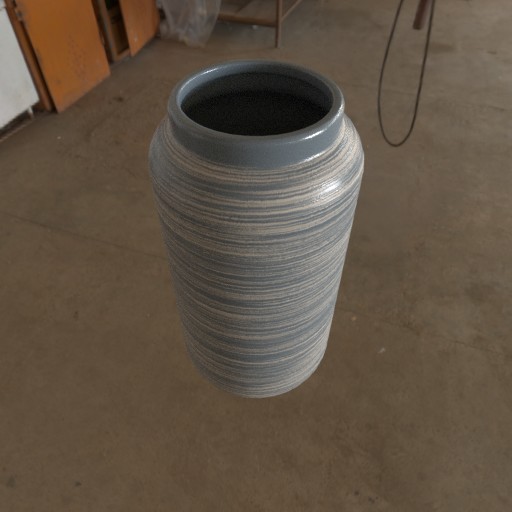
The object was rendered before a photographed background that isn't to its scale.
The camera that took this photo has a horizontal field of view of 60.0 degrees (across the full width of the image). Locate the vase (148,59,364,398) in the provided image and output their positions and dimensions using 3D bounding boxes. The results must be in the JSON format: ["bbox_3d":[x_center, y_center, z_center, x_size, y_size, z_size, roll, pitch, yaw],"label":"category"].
[{"bbox_3d":[0.000,0.000,0.300,0.116,0.230,0.116,0,46,0],"label":"vase"}]
